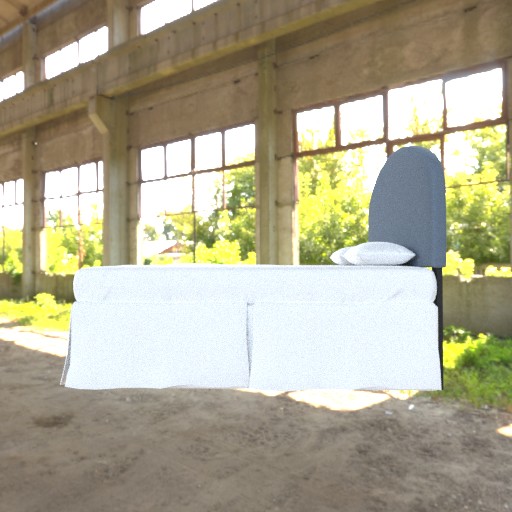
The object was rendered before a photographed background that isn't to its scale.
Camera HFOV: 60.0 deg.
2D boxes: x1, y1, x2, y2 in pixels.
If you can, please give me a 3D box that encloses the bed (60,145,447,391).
[{"bbox_3d":[0.000,0.000,3.048,2.005,1.410,1.607,0,-1,2],"label":"bed"}]
